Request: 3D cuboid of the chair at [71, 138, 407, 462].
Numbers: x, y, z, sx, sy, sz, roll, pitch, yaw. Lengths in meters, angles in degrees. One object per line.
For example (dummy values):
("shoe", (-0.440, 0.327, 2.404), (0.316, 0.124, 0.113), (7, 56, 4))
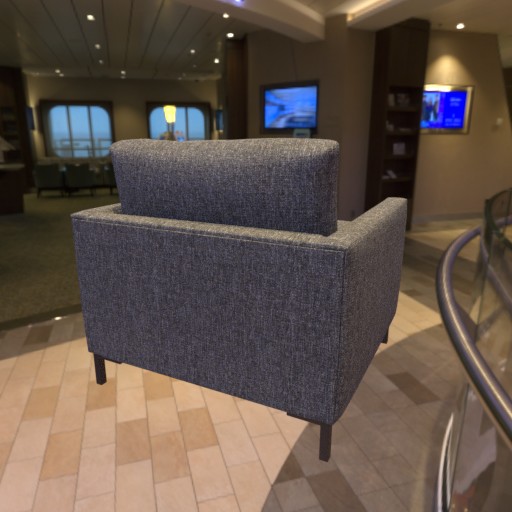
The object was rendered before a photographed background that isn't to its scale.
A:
("chair", (0.000, 0.000, 1.658), (0.963, 0.861, 0.866), (8, 17, 26))
